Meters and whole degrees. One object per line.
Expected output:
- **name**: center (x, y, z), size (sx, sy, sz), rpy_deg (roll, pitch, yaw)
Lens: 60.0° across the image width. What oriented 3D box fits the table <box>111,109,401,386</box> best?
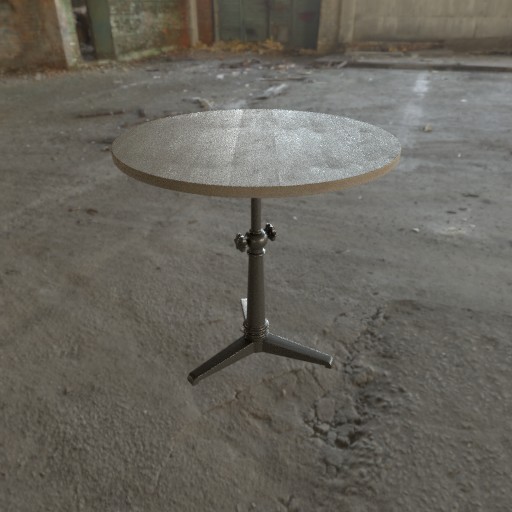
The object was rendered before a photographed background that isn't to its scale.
- **table**: center (0.000, 0.000, 1.461), size (0.800, 0.780, 0.800), rpy_deg (0, 29, 0)
